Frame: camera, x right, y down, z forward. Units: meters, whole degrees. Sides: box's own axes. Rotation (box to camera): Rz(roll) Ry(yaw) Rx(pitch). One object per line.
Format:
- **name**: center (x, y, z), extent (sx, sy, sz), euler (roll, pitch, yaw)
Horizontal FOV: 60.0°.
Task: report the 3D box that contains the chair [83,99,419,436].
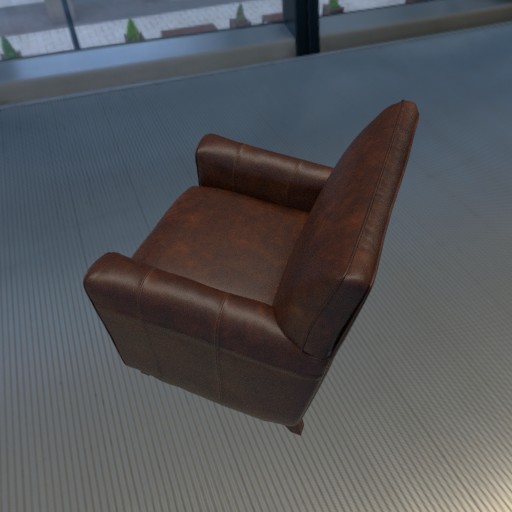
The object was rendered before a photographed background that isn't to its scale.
- **chair**: center (0.000, 0.000, 1.584), extent (0.823, 0.943, 0.870), euler (16, 49, 14)
